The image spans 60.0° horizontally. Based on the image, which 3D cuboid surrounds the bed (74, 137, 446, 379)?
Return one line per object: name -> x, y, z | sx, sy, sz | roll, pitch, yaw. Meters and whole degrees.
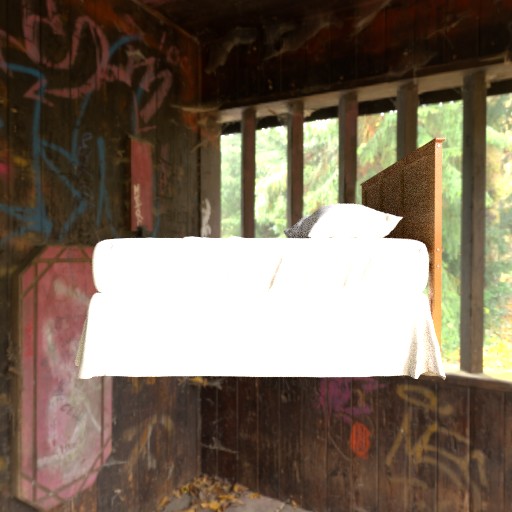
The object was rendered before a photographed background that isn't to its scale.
bed -> 0.000, 0.000, 3.170 | 2.035, 1.273, 1.870 | 0, 1, 0
